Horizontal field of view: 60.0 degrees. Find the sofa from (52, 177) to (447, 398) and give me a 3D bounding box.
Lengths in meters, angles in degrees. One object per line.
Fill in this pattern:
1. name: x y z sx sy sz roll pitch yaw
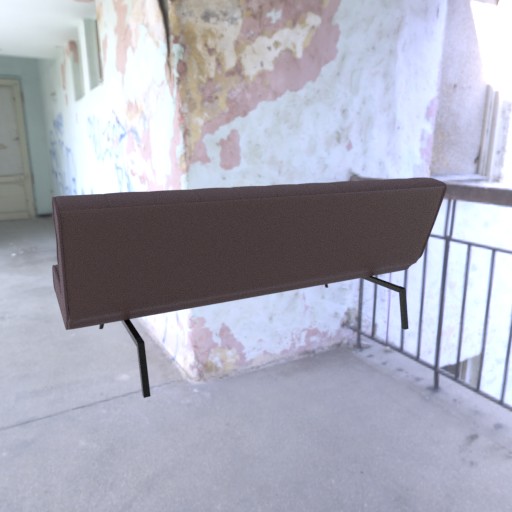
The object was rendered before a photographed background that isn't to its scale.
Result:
1. sofa: 0.000 0.000 2.067 1.703 0.699 0.747 -7 16 -27
